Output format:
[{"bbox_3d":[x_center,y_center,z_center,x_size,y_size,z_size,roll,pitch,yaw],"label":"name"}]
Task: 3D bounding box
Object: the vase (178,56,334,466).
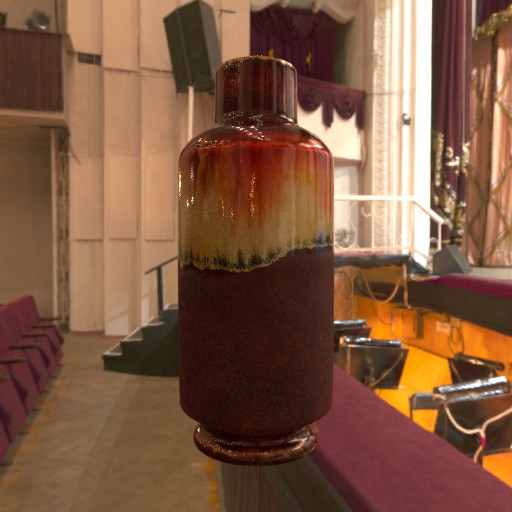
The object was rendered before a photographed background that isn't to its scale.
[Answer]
[{"bbox_3d":[0.000,0.000,0.318,0.111,0.261,0.111,0,1,0],"label":"vase"}]
